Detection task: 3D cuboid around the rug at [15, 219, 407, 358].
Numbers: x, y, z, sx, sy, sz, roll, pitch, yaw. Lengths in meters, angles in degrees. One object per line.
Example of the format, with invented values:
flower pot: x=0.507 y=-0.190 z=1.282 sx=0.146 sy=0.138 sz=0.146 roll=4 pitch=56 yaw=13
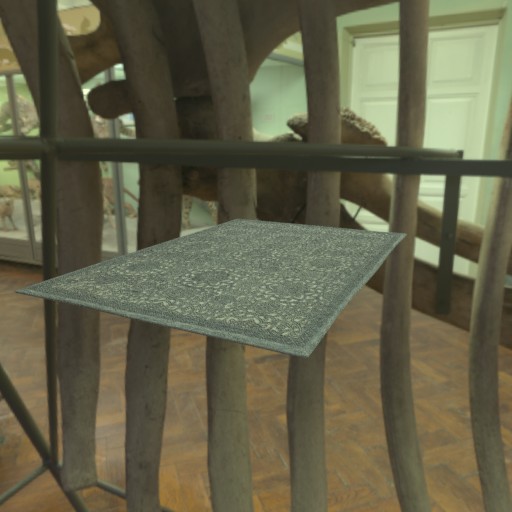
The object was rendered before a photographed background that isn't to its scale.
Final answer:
rug: x=0.000 y=0.000 z=2.271 sx=1.224 sy=0.016 sz=1.830 roll=7 pitch=16 yaw=26
